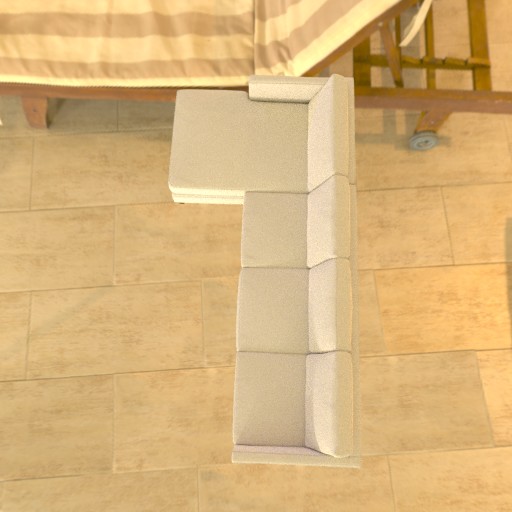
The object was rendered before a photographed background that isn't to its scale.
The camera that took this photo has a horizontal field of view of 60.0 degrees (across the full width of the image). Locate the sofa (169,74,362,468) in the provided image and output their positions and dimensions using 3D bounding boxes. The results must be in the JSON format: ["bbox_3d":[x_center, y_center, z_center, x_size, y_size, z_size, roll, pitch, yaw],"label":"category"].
[{"bbox_3d":[0.000,0.000,3.761,1.625,0.846,3.186,2,76,1],"label":"sofa"}]
